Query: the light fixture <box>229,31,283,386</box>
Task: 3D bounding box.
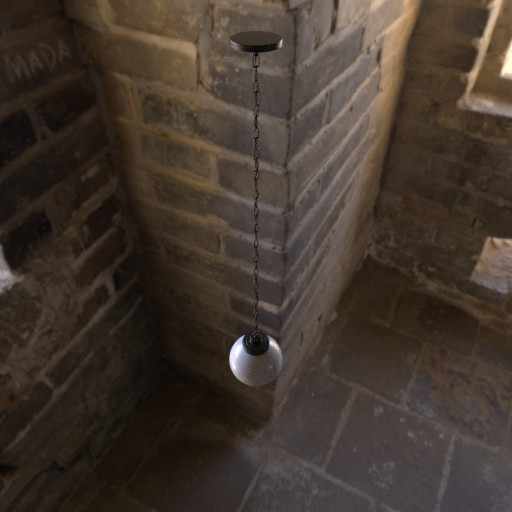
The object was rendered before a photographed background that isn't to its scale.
[{"bbox_3d":[0.000,0.000,2.046,0.305,1.867,0.304,-12,42,-14],"label":"light fixture"}]
